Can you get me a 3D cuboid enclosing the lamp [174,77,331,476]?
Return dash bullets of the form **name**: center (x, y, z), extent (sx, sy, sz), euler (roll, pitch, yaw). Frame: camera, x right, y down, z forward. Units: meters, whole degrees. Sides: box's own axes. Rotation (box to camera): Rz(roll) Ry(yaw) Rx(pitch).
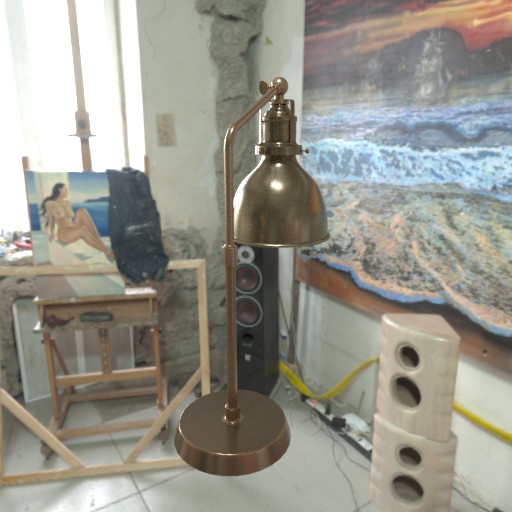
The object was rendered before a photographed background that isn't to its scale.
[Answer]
- **lamp**: center (0.000, 0.000, 0.585), extent (0.153, 0.456, 0.286), euler (8, 17, 26)
